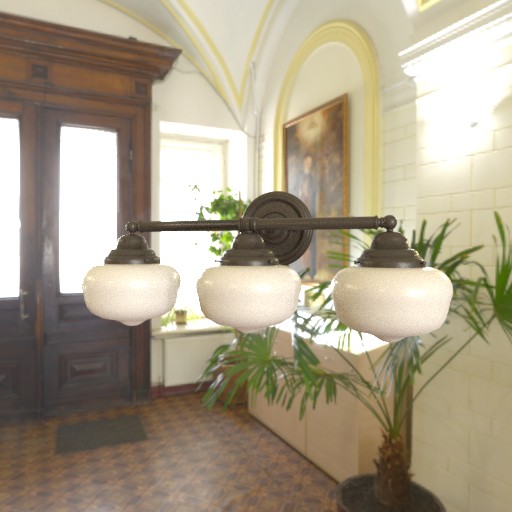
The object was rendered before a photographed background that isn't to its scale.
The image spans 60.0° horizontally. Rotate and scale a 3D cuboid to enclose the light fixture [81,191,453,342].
[{"bbox_3d":[0.000,0.000,0.728,0.587,0.242,0.239,0,1,18],"label":"light fixture"}]
